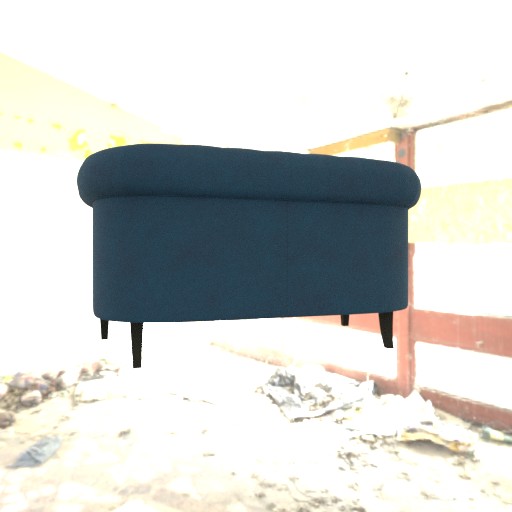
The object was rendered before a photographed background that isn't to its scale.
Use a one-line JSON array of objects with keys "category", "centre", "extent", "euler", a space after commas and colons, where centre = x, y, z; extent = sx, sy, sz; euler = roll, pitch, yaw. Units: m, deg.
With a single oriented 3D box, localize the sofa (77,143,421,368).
[{"category": "sofa", "centre": [0.000, 0.000, 2.058], "extent": [1.558, 0.827, 0.835], "euler": [0, 0, -18]}]
